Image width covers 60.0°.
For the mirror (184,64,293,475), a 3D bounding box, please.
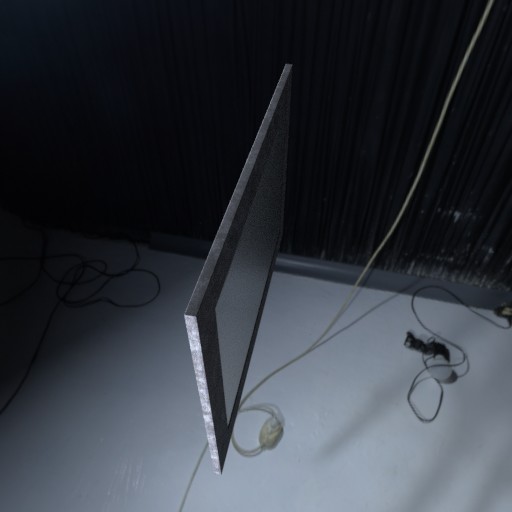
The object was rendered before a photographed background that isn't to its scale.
[{"bbox_3d":[0.000,0.000,1.438,0.022,0.795,1.101,9,46,8],"label":"mirror"}]
